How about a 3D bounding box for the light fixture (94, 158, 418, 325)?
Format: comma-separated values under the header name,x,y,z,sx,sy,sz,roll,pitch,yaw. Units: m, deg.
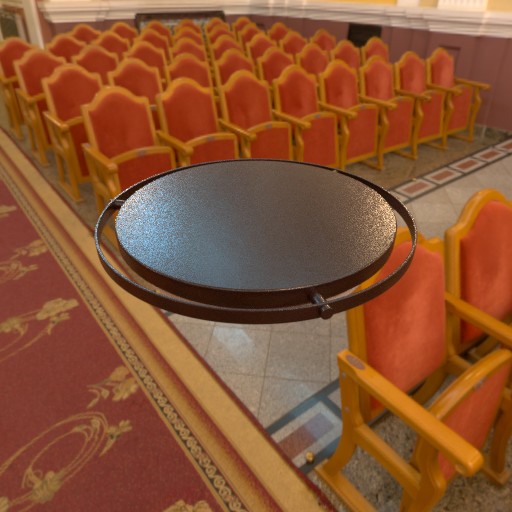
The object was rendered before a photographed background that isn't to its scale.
name,x,y,z,sx,sy,sz,roll,pitch,yaw
light fixture,0.000,0.000,0.549,0.361,0.130,0.361,0,32,0
